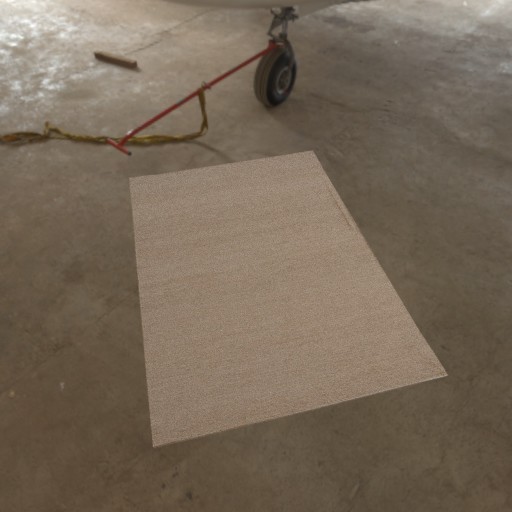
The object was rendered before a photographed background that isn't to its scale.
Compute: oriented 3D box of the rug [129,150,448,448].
[{"bbox_3d":[0.000,0.000,3.849,2.032,0.038,2.869,-10,47,-10],"label":"rug"}]
